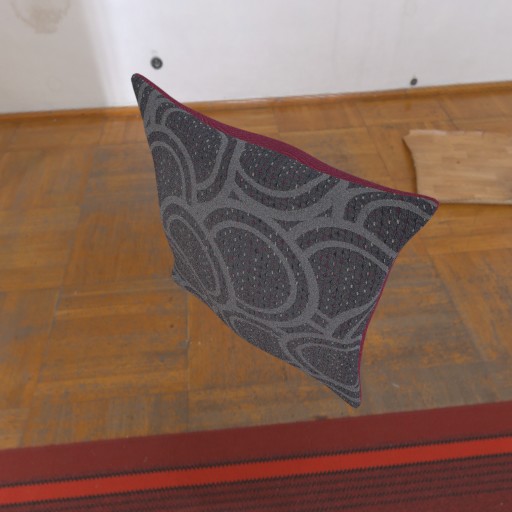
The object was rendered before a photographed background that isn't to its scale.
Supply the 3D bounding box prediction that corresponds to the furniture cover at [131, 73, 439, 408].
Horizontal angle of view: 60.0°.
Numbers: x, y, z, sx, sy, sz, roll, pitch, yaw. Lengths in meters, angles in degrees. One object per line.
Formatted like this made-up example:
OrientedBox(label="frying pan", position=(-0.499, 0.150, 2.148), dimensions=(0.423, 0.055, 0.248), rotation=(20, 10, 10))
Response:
OrientedBox(label="furniture cover", position=(0.000, 0.000, 0.781), dimensions=(0.514, 0.513, 0.163), rotation=(31, 54, 26))
